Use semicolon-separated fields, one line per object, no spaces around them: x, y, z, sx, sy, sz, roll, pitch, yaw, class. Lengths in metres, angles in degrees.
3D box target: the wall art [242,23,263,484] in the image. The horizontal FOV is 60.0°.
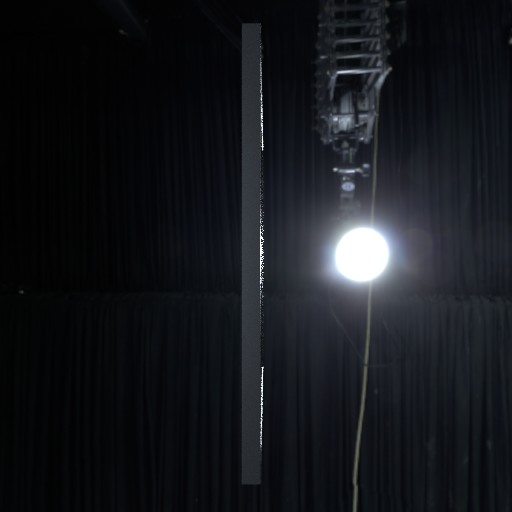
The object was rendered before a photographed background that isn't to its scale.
0.000;0.000;1.131;0.031;0.775;0.773;0;-1;1;wall art
